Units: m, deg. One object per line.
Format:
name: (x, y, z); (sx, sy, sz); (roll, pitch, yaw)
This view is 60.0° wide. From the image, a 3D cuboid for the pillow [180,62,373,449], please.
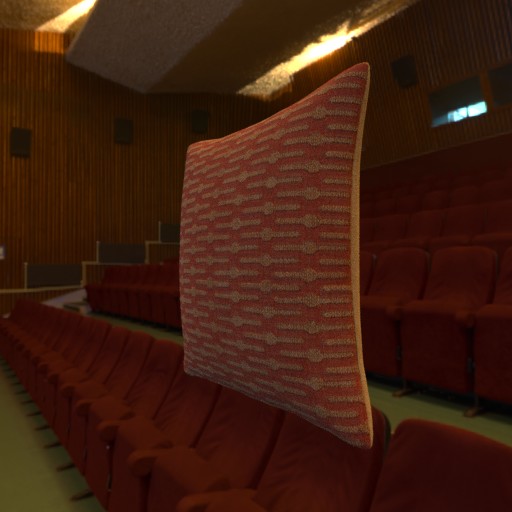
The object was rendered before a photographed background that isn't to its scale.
pillow: (0.000, 0.000, 0.776); (0.182, 0.503, 0.511); (1, -2, -35)
